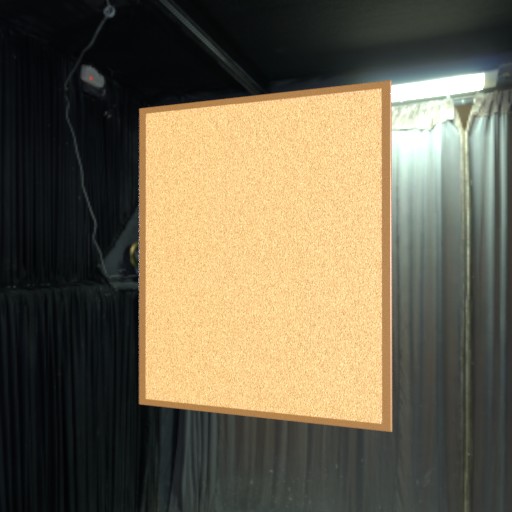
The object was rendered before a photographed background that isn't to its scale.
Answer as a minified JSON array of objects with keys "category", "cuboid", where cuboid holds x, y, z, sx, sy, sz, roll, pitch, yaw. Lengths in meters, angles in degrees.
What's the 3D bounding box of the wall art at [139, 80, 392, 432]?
[{"category":"wall art","cuboid":[0.000,0.000,0.528,0.310,0.379,0.015,0,0,17]}]
